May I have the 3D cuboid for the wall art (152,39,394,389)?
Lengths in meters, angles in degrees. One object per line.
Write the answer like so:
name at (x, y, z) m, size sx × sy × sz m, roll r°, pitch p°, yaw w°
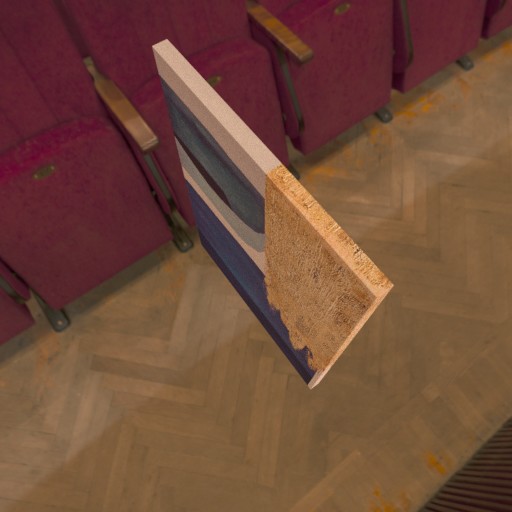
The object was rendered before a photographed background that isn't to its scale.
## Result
wall art at (0.000, 0.000, 0.818) m, size 0.026 × 0.613 × 0.458 m, roll -34°, pitch 69°, yaw -15°
